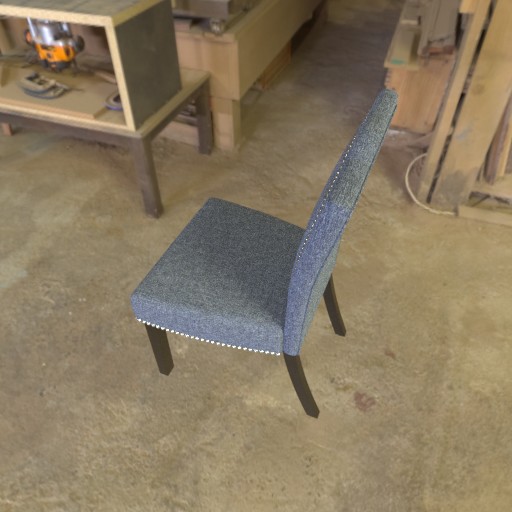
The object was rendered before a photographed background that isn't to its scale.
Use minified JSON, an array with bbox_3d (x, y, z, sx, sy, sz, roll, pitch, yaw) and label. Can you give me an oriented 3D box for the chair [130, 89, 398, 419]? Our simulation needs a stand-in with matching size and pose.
[{"bbox_3d":[0.000,0.000,1.312,0.589,0.946,0.518,17,47,16],"label":"chair"}]
